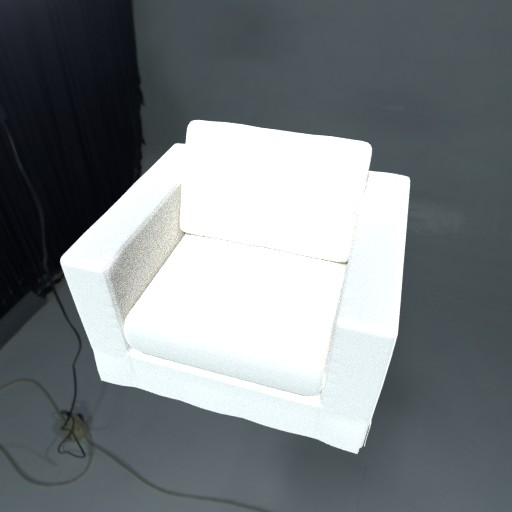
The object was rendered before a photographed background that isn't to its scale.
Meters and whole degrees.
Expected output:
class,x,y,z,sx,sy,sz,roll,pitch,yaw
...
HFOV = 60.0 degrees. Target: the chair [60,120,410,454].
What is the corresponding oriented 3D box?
class,x,y,z,sx,sy,sz,roll,pitch,yaw
chair,0.000,0.000,1.829,1.150,0.878,0.957,11,41,13
